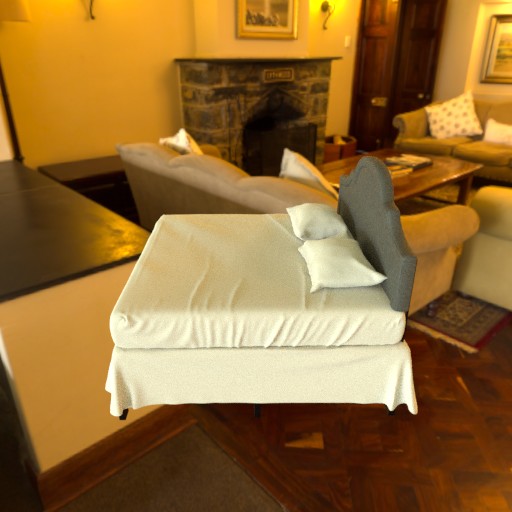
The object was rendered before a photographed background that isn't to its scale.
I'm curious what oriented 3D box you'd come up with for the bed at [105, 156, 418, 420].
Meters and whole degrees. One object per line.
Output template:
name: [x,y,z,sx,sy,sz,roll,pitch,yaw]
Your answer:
bed: [0.000,0.000,3.747,2.222,1.631,2.303,-1,25,-1]
